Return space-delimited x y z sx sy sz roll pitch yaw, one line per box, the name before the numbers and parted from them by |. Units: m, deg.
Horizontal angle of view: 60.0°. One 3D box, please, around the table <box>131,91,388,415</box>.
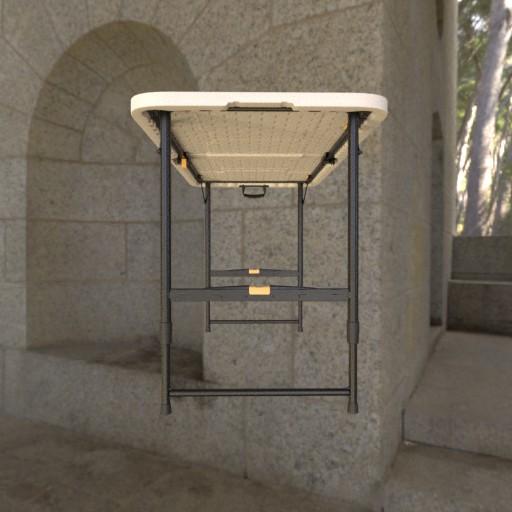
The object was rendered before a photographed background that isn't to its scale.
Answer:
table | 0.000 0.000 1.603 0.611 0.737 1.245 0 0 -1
